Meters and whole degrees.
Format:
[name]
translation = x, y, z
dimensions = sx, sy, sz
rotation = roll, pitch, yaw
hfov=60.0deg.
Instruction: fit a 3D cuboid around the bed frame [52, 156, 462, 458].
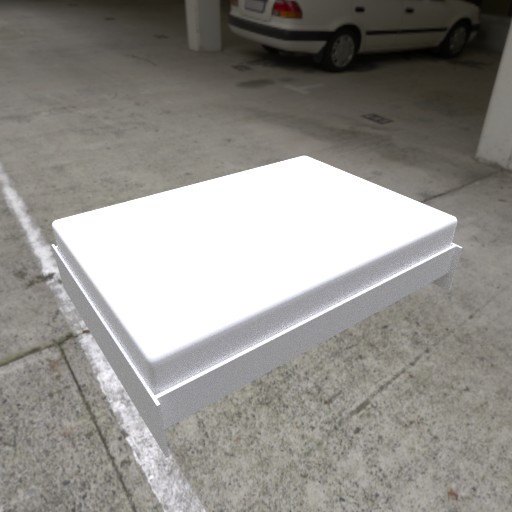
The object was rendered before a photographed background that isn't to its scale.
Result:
[bed frame]
translation = 0.000, 0.000, 2.650
dimensions = 1.945, 0.497, 1.445
rotation = -21, 38, -30
